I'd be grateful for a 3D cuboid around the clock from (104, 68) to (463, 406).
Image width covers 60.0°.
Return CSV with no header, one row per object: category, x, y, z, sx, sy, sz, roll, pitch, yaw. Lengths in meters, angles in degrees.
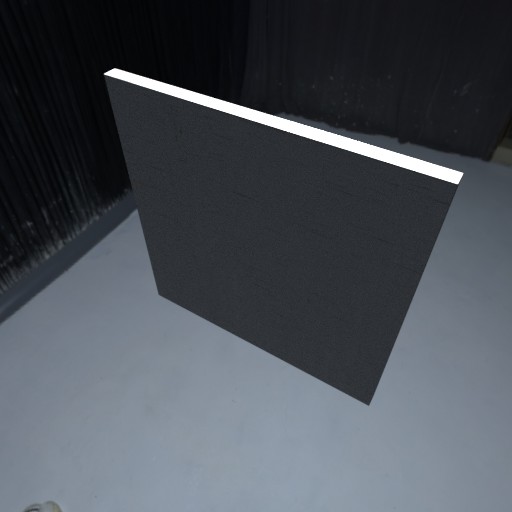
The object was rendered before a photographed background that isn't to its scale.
clock,0.000,0.000,1.031,0.705,0.705,0.032,24,50,21
